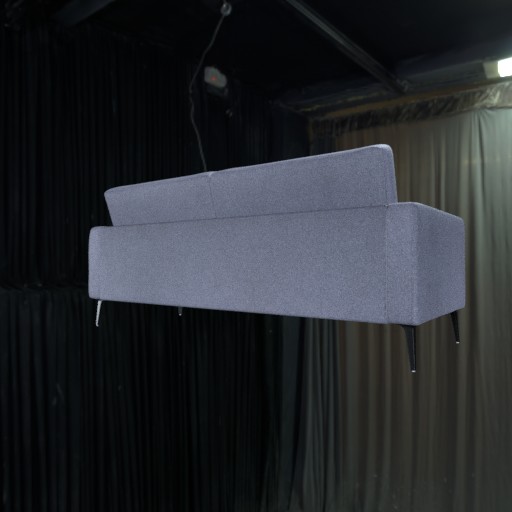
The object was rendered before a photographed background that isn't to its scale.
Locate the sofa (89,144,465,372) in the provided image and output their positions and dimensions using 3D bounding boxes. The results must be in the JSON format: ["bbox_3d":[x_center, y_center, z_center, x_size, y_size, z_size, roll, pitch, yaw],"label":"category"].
[{"bbox_3d":[0.000,0.000,2.375,1.925,0.828,0.774,-1,-1,36],"label":"sofa"}]
